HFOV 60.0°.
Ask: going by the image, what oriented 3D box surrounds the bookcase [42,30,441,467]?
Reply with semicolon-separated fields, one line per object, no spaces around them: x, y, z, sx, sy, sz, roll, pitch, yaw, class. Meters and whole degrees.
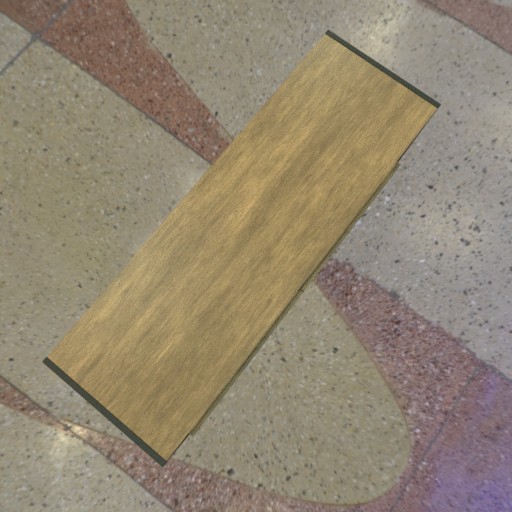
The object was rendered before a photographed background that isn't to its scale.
0.000;0.000;1.466;0.391;0.712;1.149;37;80;8;bookcase
